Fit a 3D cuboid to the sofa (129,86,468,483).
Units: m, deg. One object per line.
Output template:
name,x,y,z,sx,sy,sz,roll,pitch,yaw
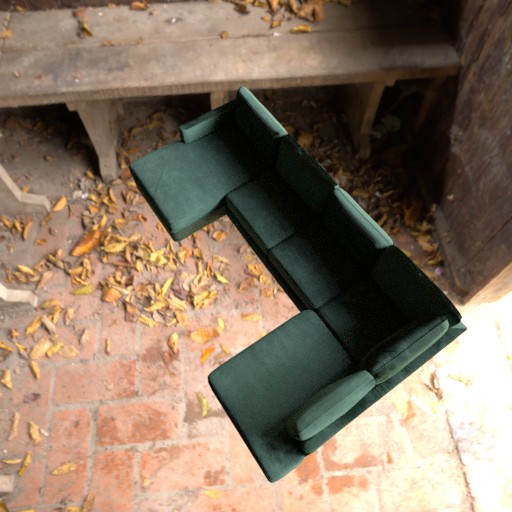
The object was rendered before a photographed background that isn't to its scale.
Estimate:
sofa,0.000,0.000,4.329,2.055,0.992,3.434,-31,67,-15
